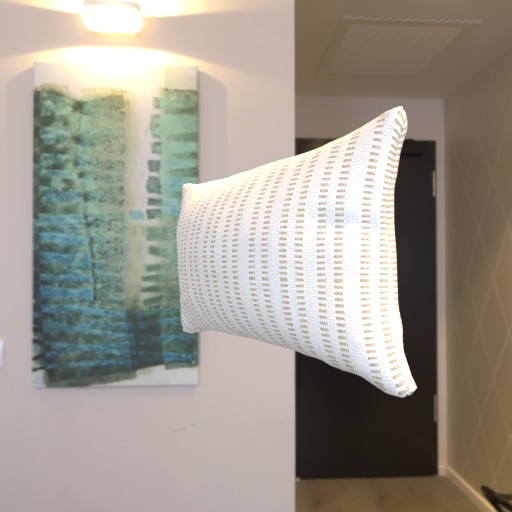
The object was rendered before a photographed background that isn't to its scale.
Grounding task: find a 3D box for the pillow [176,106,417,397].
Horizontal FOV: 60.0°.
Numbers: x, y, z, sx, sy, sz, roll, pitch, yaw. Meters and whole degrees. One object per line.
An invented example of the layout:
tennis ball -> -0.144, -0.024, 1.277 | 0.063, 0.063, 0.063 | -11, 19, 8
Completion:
pillow -> 0.000, 0.000, 0.790 | 0.210, 0.353, 0.640 | 1, -1, -34
